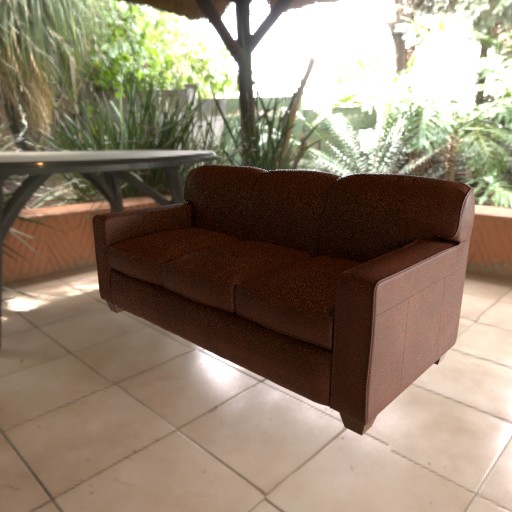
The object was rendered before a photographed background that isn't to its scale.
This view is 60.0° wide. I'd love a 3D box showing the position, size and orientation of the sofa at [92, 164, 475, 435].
[{"bbox_3d":[0.000,0.000,2.546,2.039,0.953,1.008,14,20,41],"label":"sofa"}]
